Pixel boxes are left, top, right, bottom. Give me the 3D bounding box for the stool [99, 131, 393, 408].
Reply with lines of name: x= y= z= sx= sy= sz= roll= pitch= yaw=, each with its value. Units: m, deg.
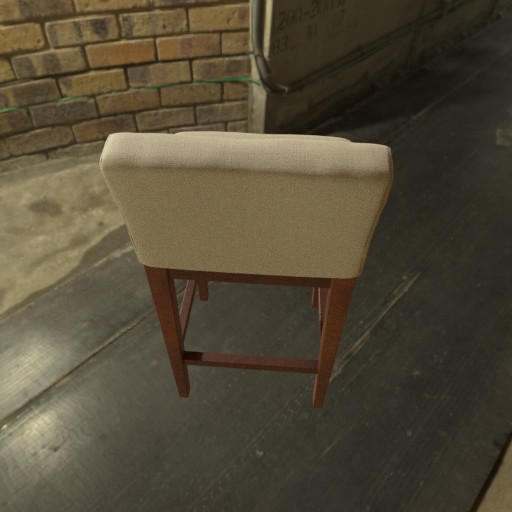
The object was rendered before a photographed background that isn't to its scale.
stool: x=0.000 y=0.000 z=1.224 sx=0.511 sy=0.937 sz=0.500 roll=3 pitch=46 yaw=3
